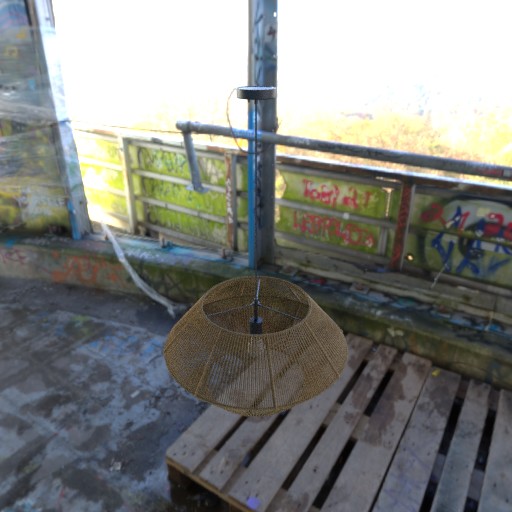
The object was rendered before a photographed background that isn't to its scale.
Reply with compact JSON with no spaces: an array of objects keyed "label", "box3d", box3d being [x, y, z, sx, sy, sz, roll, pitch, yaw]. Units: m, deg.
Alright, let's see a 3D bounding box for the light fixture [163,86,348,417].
[{"label":"light fixture","box3d":[0.000,0.000,1.415,0.643,1.009,0.643,0,26,0]}]
